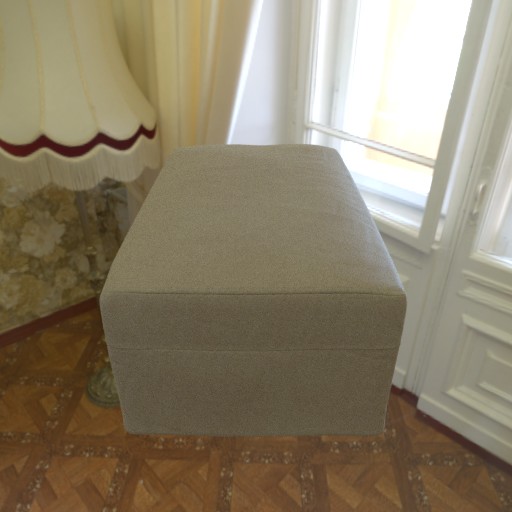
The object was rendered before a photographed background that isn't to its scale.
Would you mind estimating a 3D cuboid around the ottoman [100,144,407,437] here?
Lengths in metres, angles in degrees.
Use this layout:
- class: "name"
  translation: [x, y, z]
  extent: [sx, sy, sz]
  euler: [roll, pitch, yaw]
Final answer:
- class: "ottoman"
  translation: [0.000, 0.000, 1.222]
  extent: [0.590, 0.444, 0.872]
  euler: [0, 31, 0]
